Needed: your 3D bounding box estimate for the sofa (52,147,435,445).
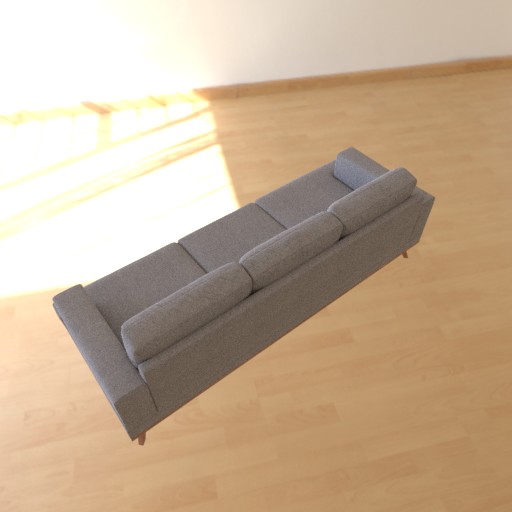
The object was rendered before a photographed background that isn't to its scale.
[{"bbox_3d":[0.000,0.000,2.791,2.310,0.810,0.920,-30,54,-25],"label":"sofa"}]
